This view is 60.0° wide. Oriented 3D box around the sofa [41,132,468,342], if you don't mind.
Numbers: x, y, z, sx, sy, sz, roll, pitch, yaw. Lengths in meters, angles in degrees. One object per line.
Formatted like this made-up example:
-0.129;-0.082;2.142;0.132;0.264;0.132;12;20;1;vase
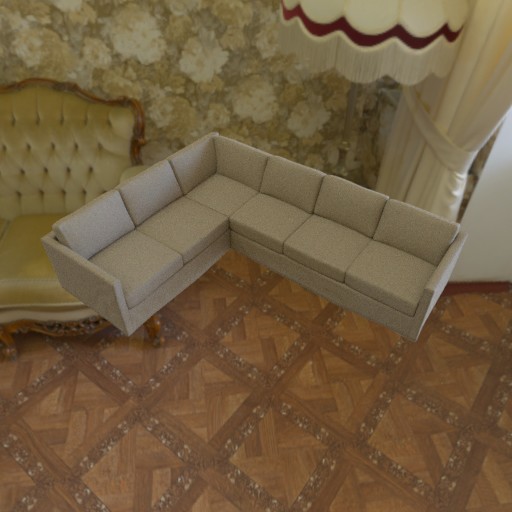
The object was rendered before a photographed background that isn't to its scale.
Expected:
0.000;0.000;4.278;3.182;0.871;2.432;26;49;26;sofa
